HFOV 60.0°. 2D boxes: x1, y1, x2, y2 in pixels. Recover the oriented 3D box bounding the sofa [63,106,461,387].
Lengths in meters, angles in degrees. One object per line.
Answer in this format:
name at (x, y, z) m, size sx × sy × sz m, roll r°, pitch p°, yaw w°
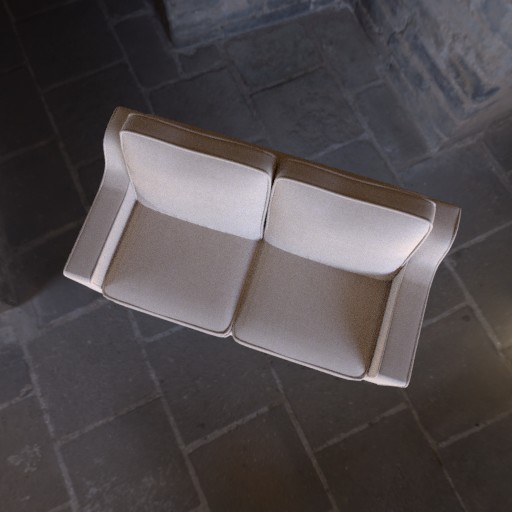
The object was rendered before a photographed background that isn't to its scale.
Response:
sofa at (0.000, 0.000, 3.478) m, size 2.587 × 1.562 × 1.351 m, roll 17°, pitch 76°, yaw 4°
